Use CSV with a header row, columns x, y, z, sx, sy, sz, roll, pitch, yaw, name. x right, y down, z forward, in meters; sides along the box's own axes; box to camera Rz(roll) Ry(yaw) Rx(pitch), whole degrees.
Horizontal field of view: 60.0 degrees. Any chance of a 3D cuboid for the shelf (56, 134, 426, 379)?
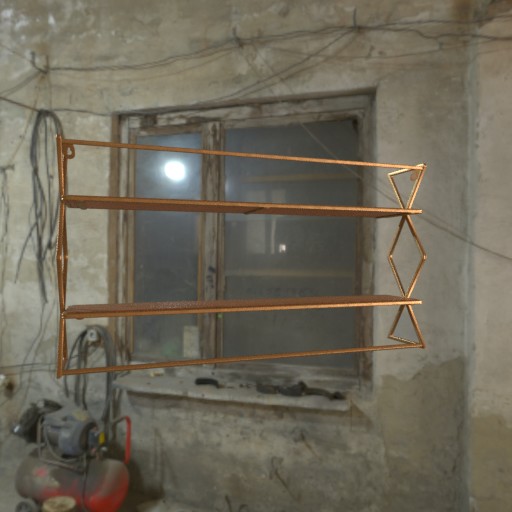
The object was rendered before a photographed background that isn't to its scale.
x,y,z,sx,sy,sz,roll,pitch,yaw,name
0.000,0.000,1.013,0.822,0.450,0.150,0,0,-19,shelf
